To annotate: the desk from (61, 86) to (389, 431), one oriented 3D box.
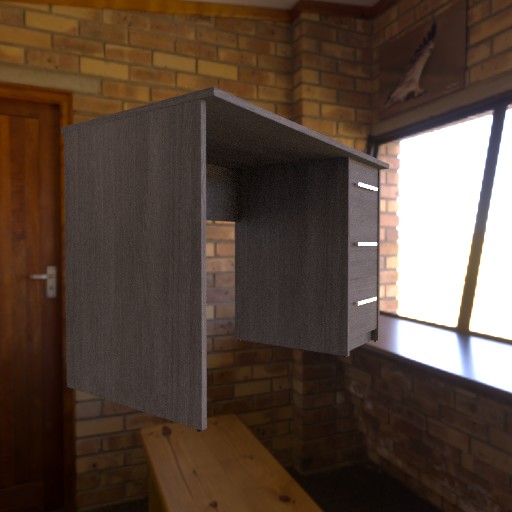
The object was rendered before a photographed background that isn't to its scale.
[{"bbox_3d":[0.000,0.000,1.536,0.560,0.735,1.097,1,2,35],"label":"desk"}]
